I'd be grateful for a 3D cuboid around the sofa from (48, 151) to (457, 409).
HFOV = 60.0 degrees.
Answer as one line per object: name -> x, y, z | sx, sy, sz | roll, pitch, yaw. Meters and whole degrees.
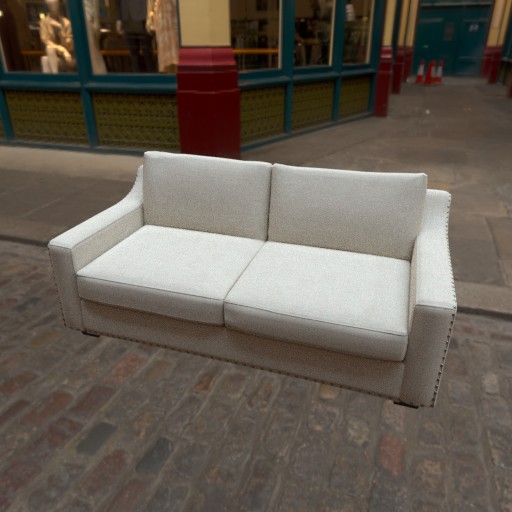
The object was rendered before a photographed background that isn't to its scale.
sofa -> 0.000, 0.000, 2.637 | 2.107, 0.983, 1.104 | 8, 27, 16
